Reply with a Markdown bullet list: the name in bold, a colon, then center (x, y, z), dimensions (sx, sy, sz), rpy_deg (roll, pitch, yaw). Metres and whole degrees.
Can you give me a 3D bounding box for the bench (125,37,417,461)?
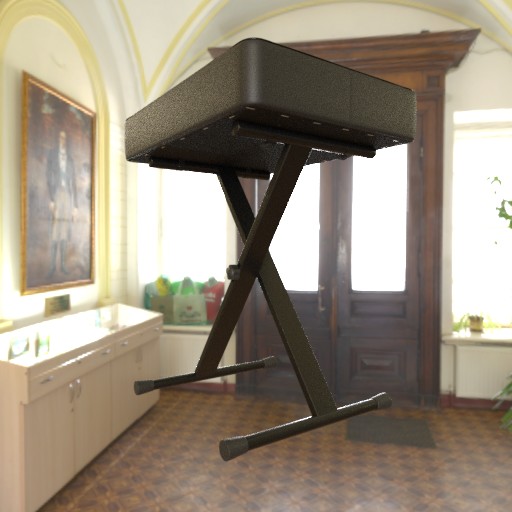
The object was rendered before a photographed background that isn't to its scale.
- **bench**: center (0.000, 0.000, 0.757), dimensions (0.321, 0.500, 0.424), rpy_deg (-1, 1, -36)
